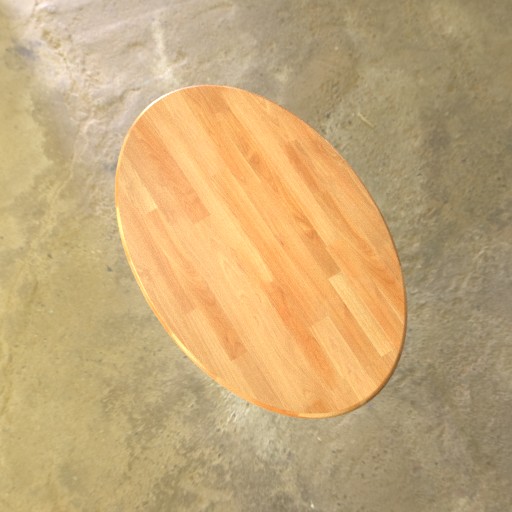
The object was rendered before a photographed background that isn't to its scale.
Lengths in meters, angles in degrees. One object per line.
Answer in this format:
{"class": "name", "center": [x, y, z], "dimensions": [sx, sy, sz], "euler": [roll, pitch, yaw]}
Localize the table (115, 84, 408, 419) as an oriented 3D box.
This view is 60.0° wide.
{"class": "table", "center": [0.000, 0.000, 1.431], "dimensions": [0.690, 0.490, 1.040], "euler": [-32, 78, -7]}
